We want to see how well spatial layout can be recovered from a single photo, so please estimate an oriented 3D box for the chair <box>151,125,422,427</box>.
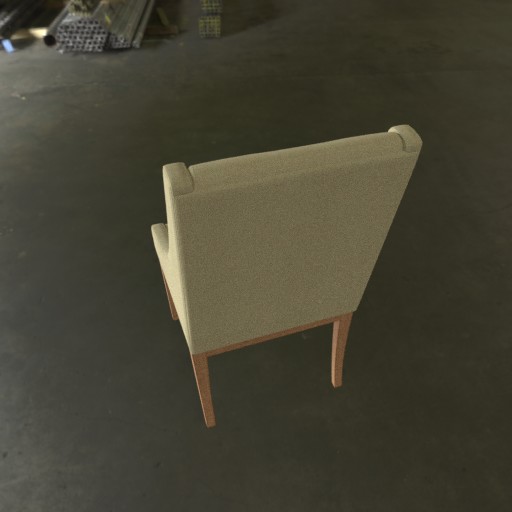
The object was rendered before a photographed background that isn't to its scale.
[{"bbox_3d":[0.000,0.000,1.387,0.575,1.021,0.611,-13,44,-14],"label":"chair"}]
